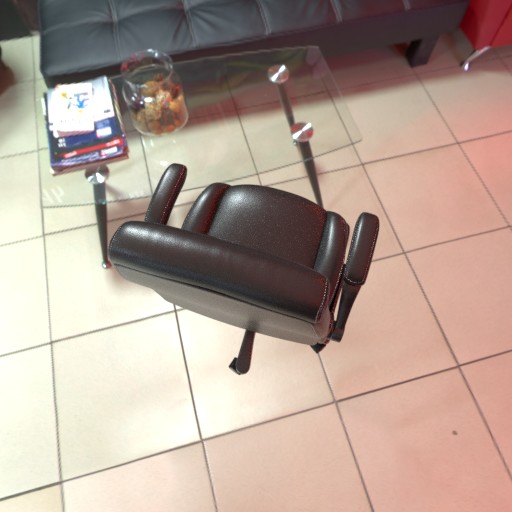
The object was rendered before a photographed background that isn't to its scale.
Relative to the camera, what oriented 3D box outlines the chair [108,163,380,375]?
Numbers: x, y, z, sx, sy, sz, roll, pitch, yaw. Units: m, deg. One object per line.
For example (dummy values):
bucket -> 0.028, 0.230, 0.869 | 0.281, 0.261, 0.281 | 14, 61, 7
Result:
chair -> 0.000, 0.000, 1.634 | 0.782, 1.110, 0.724 | 16, 64, 8
